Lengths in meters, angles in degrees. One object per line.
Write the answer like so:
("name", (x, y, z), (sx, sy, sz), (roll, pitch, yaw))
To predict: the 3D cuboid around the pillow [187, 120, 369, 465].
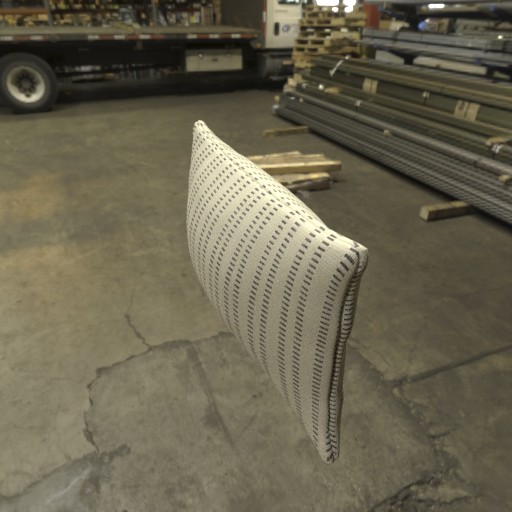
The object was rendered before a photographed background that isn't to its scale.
("pillow", (0.000, 0.000, 0.807), (0.210, 0.353, 0.640), (-12, 32, -19))
